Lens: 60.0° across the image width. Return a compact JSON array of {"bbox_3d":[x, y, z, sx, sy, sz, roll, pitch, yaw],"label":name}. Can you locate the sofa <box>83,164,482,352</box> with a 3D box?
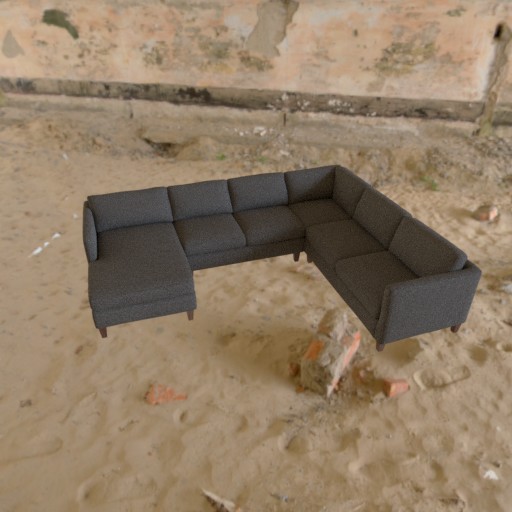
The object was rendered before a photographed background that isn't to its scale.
[{"bbox_3d":[0.000,0.000,4.448,3.238,0.853,2.551,-10,33,-15],"label":"sofa"}]
